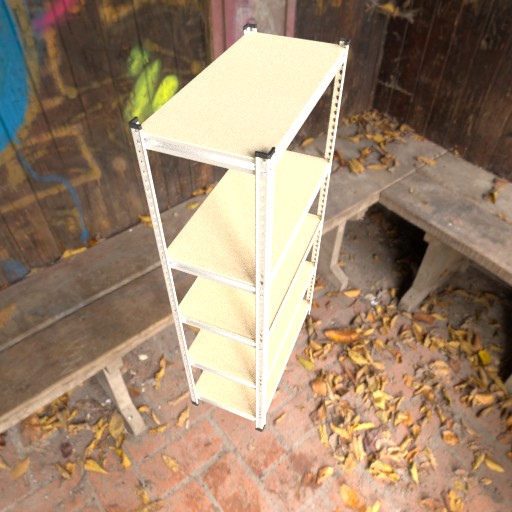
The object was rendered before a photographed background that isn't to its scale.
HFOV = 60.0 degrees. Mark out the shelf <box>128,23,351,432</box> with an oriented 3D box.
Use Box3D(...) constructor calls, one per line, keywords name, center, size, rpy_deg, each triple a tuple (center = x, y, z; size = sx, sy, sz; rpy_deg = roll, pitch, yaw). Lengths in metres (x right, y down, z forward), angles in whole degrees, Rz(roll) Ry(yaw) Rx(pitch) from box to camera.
Box3D(name="shelf", center=(0.000, 0.000, 2.209), size=(0.457, 1.829, 0.914), rpy_deg=(16, 48, 15))
